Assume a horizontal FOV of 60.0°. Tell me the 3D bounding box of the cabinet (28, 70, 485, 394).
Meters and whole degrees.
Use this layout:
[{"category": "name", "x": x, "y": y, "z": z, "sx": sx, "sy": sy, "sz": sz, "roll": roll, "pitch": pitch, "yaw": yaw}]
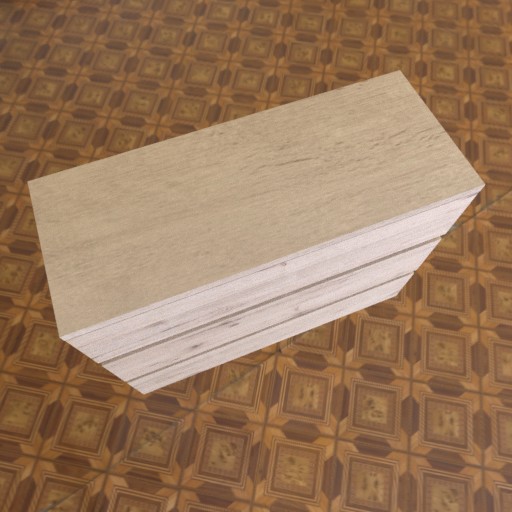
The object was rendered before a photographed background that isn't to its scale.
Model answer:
[{"category": "cabinet", "x": 0.000, "y": 0.000, "z": 1.454, "sx": 1.040, "sy": 0.820, "sz": 0.420, "roll": -20, "pitch": 66, "yaw": -9}]
